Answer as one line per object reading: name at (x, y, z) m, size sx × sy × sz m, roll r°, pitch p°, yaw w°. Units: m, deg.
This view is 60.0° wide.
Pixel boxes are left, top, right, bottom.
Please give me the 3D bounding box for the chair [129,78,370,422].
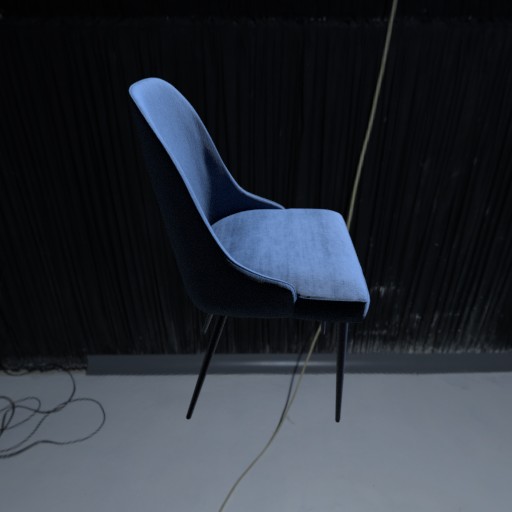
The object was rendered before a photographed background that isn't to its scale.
chair at (0.000, 0.000, 1.225) m, size 0.559 × 0.896 × 0.478 m, roll 0°, pitch 31°, yaw 1°
